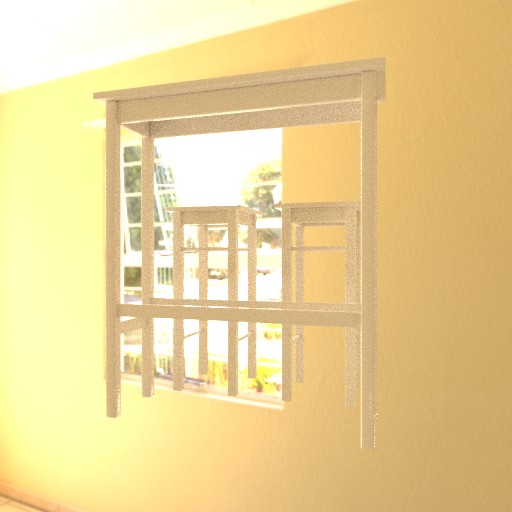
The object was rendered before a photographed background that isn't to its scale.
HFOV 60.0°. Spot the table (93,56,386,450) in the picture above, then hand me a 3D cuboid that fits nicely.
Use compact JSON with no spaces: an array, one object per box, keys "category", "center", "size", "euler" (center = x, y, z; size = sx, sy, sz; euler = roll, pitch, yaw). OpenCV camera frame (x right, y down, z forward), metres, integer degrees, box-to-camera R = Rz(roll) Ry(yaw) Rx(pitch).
[{"category":"table","center":[0.000,0.000,1.623],"size":[0.915,1.065,0.650],"euler":[0,0,17]}]
